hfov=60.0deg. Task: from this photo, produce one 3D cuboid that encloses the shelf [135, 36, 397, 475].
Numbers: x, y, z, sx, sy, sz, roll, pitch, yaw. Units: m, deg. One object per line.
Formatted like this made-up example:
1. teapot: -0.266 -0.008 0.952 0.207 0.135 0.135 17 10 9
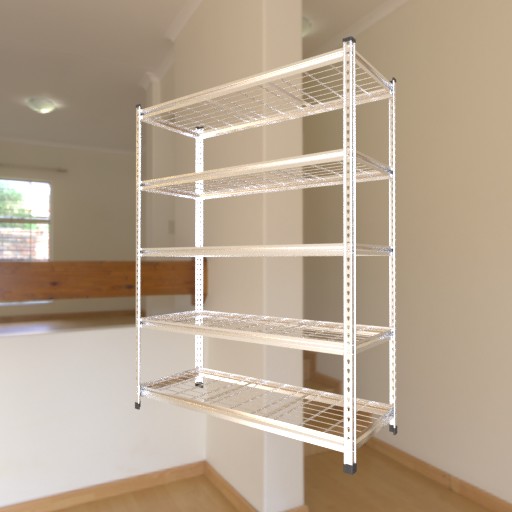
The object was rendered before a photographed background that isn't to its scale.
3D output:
1. shelf: 0.000 0.000 2.694 1.524 1.981 0.610 0 -1 36
